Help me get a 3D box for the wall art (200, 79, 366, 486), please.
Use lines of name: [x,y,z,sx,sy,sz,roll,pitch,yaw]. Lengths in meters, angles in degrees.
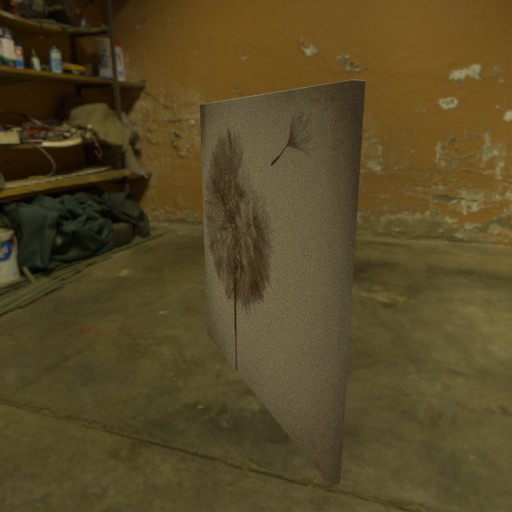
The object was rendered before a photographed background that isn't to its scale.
wall art: [0.000,0.000,1.122,0.027,0.762,0.762,-7,17,-24]
